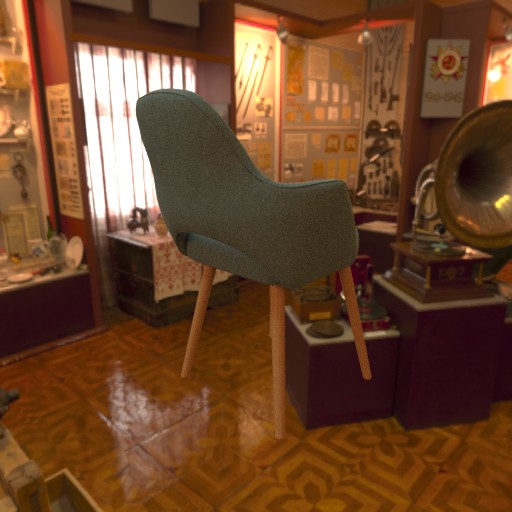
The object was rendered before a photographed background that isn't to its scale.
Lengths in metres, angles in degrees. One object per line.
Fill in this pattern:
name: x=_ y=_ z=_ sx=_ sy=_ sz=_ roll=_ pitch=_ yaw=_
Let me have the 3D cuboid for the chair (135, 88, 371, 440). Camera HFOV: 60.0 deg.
chair: x=0.000 y=0.000 z=1.356 sx=0.666 sy=0.920 sz=0.589 roll=-14 pitch=21 yaw=-42
